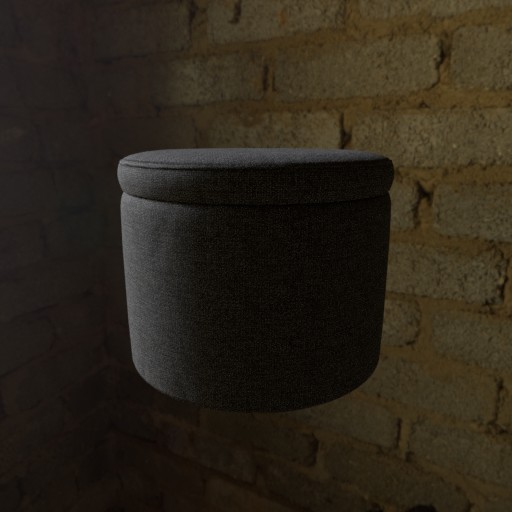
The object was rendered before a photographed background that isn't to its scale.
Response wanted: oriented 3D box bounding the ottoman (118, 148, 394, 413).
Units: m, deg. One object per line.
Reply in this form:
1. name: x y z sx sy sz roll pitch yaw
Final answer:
1. ottoman: 0.000 0.000 0.910 0.520 0.430 0.520 0 15 0
